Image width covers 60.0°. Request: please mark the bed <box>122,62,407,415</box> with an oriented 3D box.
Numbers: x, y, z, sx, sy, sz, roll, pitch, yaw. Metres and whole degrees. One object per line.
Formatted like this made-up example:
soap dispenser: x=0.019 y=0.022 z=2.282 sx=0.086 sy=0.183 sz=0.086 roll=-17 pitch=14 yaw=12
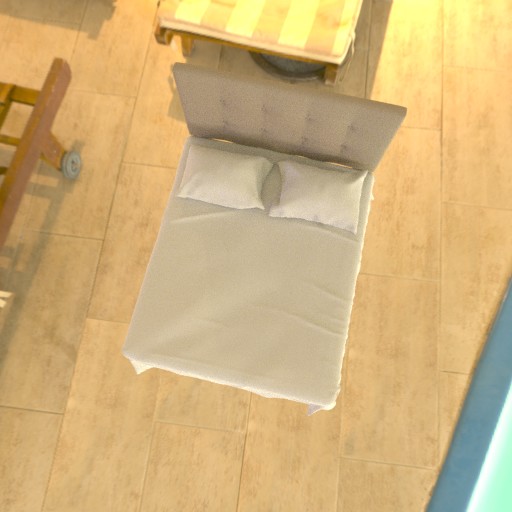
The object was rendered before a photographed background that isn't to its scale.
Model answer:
bed: x=0.000 y=0.000 z=3.493 sx=1.936 sy=1.577 sz=2.222 roll=13 pitch=75 yaw=3
